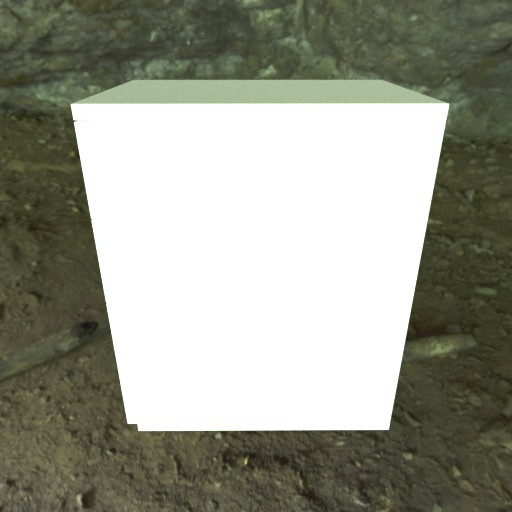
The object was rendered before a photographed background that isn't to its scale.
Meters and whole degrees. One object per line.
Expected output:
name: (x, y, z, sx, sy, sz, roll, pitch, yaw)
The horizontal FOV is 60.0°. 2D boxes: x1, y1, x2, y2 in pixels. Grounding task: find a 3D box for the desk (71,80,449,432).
desk: (0.000, 0.000, 1.032, 0.600, 0.730, 0.404, 0, 27, 0)
